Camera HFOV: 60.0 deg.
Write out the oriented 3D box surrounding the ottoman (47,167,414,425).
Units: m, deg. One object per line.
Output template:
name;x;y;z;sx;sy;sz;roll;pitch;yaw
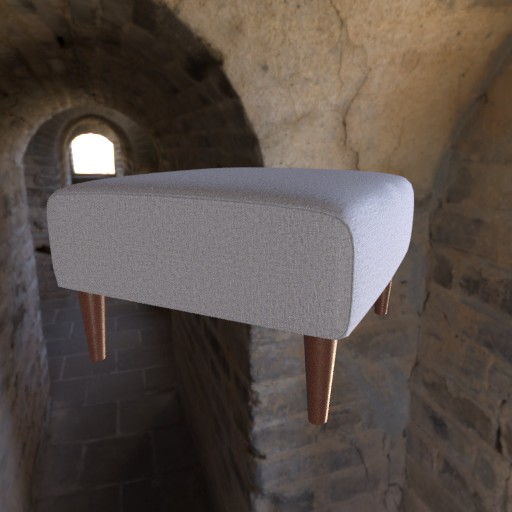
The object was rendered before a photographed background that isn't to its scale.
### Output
ottoman;0.000;0.000;1.060;0.648;0.399;0.655;7;16;25
